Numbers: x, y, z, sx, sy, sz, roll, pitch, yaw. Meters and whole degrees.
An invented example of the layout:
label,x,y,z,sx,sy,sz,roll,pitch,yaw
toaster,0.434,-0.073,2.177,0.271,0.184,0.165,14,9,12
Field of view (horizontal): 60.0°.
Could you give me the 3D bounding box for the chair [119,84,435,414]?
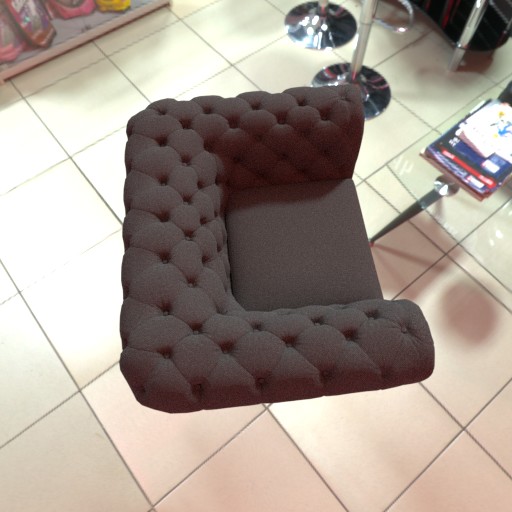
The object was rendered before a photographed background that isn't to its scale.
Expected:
label,x,y,z,sx,sy,sz,roll,pitch,yaw
chair,0.000,0.000,1.877,0.976,0.770,1.270,-6,64,-3
